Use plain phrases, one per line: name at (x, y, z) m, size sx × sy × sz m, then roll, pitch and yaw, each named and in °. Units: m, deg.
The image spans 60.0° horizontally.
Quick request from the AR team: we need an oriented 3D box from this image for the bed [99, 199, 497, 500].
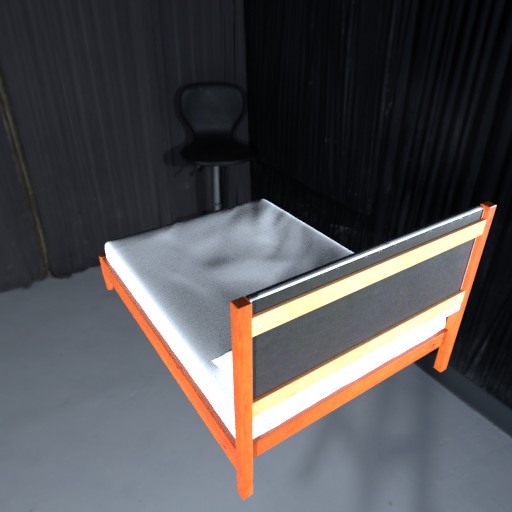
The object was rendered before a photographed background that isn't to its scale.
bed at (0.000, 0.000, 2.953) m, size 1.566 × 1.165 × 2.117 m, roll -19°, pitch 36°, yaw -28°
